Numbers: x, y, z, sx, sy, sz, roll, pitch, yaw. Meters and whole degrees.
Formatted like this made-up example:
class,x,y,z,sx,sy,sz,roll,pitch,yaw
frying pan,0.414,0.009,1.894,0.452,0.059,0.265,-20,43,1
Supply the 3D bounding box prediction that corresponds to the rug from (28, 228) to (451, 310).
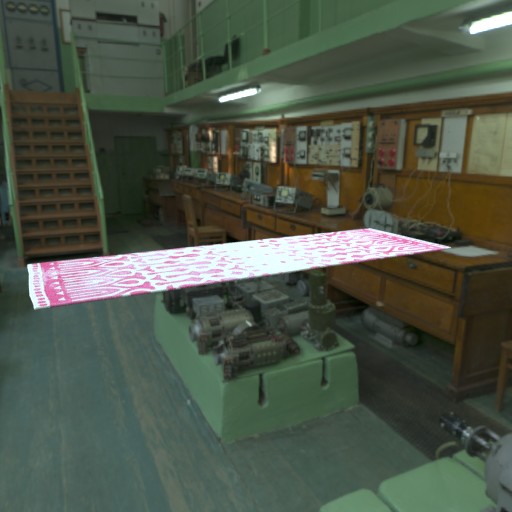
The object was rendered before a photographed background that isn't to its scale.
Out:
class,x,y,z,sx,sy,sz,roll,pitch,yaw
rug,0.000,0.000,2.671,2.458,0.011,0.787,-7,16,-26
